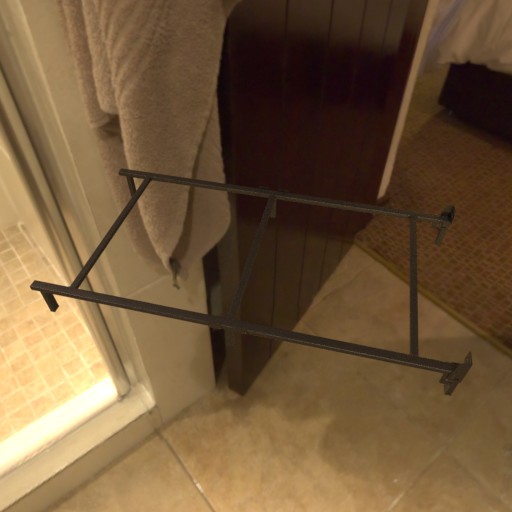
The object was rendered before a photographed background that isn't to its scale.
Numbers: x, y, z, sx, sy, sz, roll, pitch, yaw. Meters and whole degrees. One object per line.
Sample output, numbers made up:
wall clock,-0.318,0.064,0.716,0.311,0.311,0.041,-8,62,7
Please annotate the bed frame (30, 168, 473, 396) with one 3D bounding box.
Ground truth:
bed frame,0.000,0.000,2.225,1.897,0.248,0.968,10,47,9
